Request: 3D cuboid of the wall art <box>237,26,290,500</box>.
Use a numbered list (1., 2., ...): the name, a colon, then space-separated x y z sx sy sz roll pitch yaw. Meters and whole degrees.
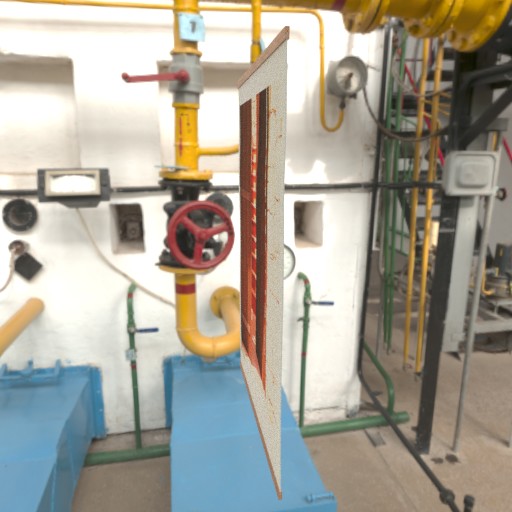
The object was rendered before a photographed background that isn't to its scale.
1. wall art: 0.000 0.000 1.869 0.019 1.527 1.019 -2 14 -9
